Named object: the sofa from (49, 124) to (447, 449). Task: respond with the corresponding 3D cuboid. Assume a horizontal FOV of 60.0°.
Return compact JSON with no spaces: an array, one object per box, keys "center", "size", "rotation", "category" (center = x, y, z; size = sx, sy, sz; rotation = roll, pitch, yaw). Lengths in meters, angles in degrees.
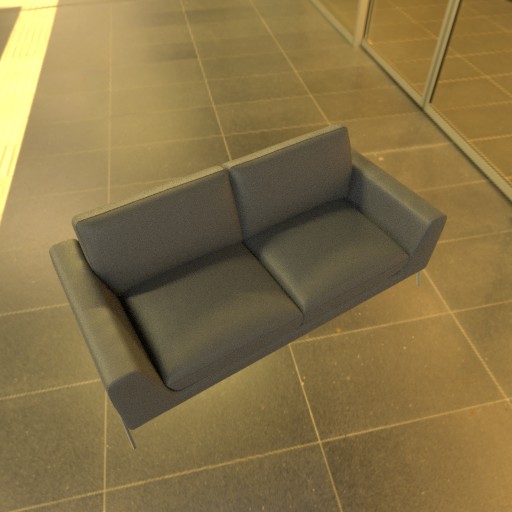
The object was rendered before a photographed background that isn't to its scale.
[{"center":[0.000,0.000,2.540],"size":[2.017,0.875,0.953],"rotation":[-24,51,-21],"category":"sofa"}]
